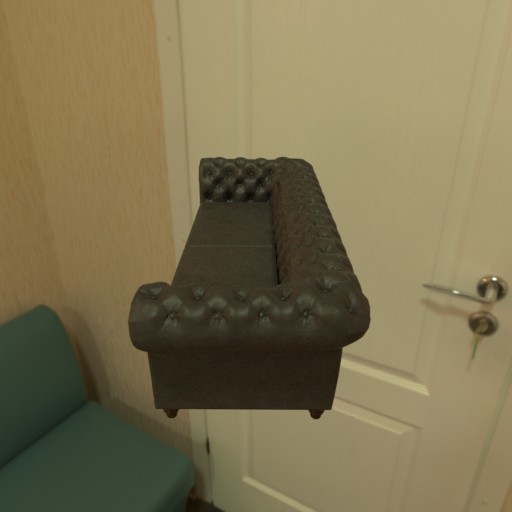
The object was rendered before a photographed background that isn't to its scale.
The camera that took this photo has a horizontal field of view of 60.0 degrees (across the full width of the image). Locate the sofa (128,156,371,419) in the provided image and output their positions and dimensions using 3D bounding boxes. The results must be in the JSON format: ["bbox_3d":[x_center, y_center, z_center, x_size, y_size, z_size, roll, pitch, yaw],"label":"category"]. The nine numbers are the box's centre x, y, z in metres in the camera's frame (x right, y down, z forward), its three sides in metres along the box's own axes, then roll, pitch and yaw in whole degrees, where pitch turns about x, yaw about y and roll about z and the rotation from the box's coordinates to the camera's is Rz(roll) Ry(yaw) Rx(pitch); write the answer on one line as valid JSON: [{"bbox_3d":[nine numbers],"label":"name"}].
[{"bbox_3d":[0.000,0.000,2.822,0.944,0.783,2.385,0,26,0],"label":"sofa"}]
